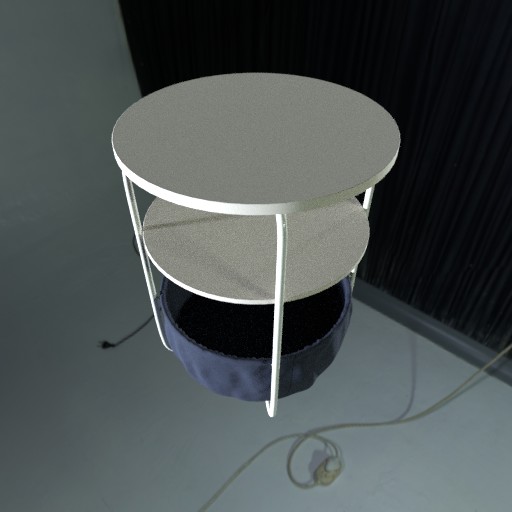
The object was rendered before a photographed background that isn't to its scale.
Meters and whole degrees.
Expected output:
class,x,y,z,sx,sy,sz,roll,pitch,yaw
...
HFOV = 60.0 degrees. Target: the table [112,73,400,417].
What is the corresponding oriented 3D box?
class,x,y,z,sx,sy,sz,roll,pitch,yaw
table,0.000,0.000,0.839,0.418,0.532,0.418,26,48,26
